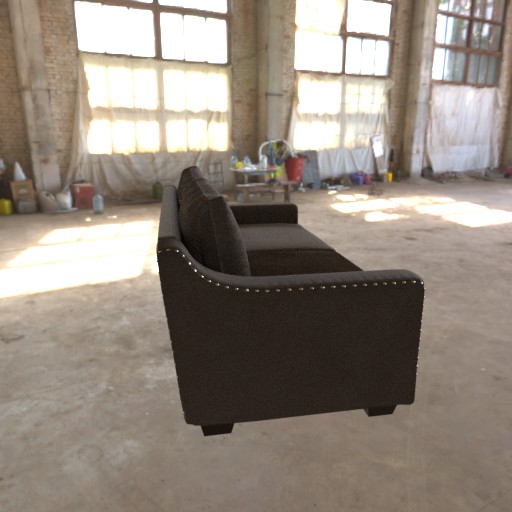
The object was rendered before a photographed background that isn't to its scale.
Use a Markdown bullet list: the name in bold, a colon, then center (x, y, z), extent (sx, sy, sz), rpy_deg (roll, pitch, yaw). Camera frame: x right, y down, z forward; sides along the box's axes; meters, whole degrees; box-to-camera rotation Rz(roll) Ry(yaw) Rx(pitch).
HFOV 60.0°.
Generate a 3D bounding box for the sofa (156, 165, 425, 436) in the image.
- **sofa**: center (0.000, 0.000, 3.304), extent (1.336, 1.196, 2.550), rpy_deg (-3, 16, -10)
